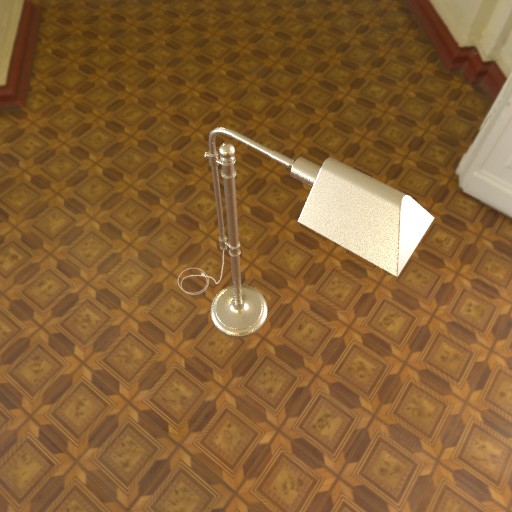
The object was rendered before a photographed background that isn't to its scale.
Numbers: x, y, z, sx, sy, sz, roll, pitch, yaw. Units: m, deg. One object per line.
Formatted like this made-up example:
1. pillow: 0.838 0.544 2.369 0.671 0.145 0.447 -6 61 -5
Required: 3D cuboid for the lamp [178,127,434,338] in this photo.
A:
1. lamp: 0.000 0.000 0.933 0.546 0.708 0.159 32 63 18
